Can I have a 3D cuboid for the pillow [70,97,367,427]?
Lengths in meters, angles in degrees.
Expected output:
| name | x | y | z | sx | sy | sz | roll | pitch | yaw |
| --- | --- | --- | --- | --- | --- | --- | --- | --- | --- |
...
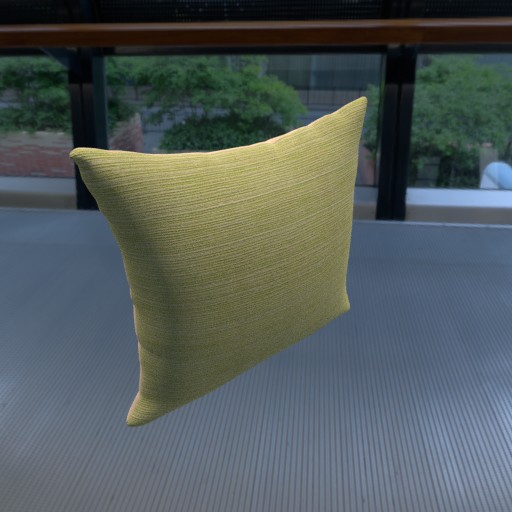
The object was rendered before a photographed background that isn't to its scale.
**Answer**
| name | x | y | z | sx | sy | sz | roll | pitch | yaw |
| --- | --- | --- | --- | --- | --- | --- | --- | --- | --- |
| pillow | 0.000 | 0.000 | 0.787 | 0.560 | 0.487 | 0.229 | -21 | 36 | -33 |
